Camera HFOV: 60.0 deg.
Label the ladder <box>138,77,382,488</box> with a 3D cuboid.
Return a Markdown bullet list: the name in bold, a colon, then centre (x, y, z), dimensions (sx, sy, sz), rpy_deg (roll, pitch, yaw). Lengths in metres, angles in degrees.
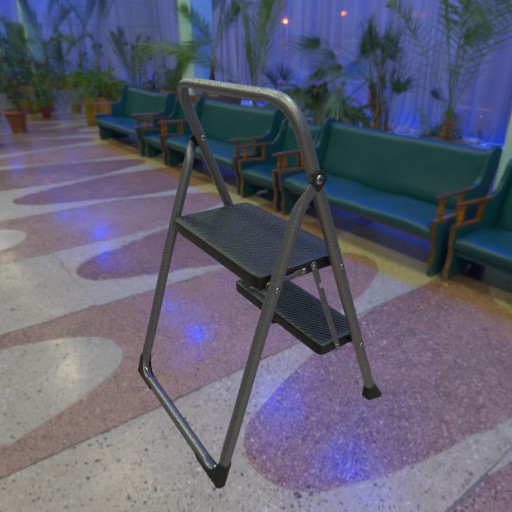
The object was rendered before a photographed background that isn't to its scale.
- **ladder**: centre (0.000, 0.000, 0.973), dimensions (0.472, 0.720, 0.430), rpy_deg (-17, 31, -31)
